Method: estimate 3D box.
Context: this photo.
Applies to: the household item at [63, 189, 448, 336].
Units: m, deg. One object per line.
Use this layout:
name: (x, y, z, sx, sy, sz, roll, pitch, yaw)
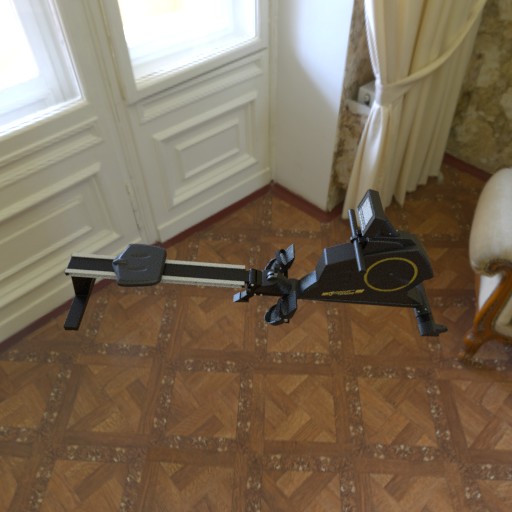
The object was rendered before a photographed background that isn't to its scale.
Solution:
household item: (0.000, 0.000, 2.501, 2.251, 0.810, 0.521, 1, 47, 1)
